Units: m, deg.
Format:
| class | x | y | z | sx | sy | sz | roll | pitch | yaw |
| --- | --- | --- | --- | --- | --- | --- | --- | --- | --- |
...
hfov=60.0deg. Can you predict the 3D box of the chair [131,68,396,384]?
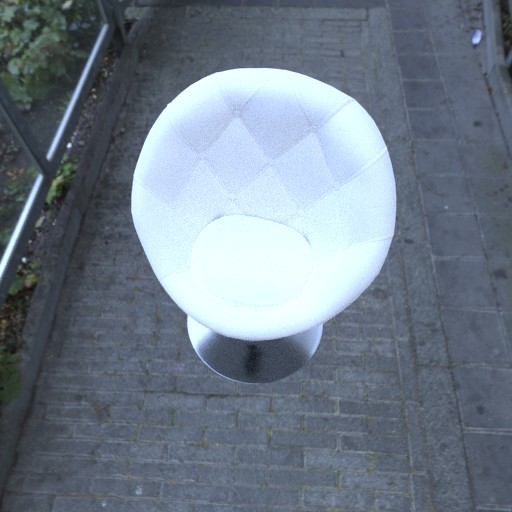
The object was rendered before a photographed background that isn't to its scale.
| class | x | y | z | sx | sy | sz | roll | pitch | yaw |
| --- | --- | --- | --- | --- | --- | --- | --- | --- | --- |
| chair | 0.000 | 0.000 | 1.796 | 0.940 | 1.261 | 0.736 | 14 | 60 | 8 |
